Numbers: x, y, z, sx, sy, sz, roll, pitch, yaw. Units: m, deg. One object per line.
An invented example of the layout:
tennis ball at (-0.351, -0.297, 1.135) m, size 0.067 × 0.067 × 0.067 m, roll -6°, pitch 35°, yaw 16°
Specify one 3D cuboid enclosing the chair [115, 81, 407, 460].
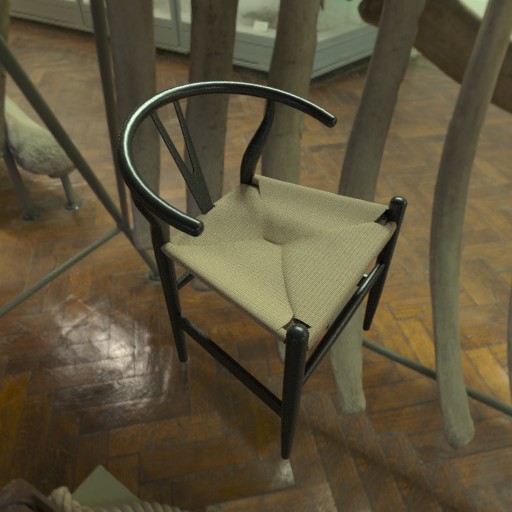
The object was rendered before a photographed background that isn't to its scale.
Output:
chair at (0.000, 0.000, 1.159) m, size 0.570 × 0.739 × 0.570 m, roll 25°, pitch 47°, yaw 25°
